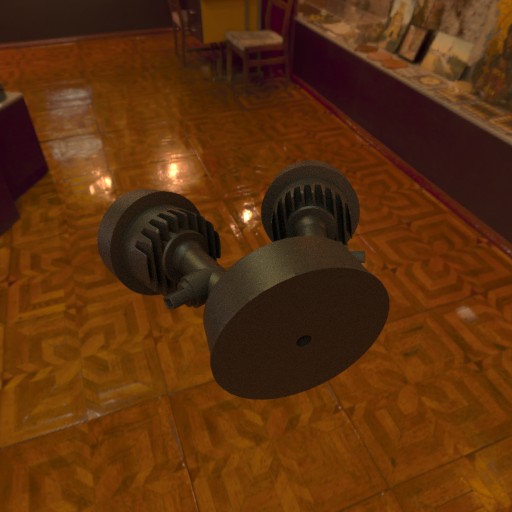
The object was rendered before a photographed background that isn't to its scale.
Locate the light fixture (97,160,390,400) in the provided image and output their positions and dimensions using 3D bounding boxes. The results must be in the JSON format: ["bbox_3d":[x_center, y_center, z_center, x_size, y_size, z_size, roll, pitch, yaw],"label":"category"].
[{"bbox_3d":[0.000,0.000,0.314,0.213,0.120,0.168,-13,43,-14],"label":"light fixture"}]
